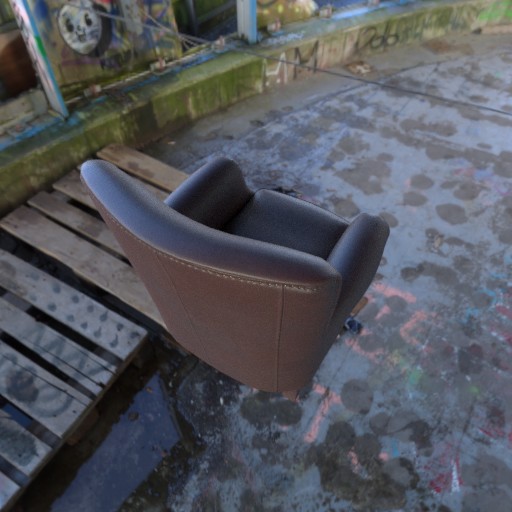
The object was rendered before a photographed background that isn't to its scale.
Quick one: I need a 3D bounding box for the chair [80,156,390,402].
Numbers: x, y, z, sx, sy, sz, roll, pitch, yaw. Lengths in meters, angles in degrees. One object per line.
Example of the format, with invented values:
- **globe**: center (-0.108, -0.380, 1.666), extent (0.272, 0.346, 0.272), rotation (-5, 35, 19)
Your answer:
- **chair**: center (0.000, 0.000, 1.375), extent (0.700, 0.800, 0.746), rotation (26, 54, 21)
